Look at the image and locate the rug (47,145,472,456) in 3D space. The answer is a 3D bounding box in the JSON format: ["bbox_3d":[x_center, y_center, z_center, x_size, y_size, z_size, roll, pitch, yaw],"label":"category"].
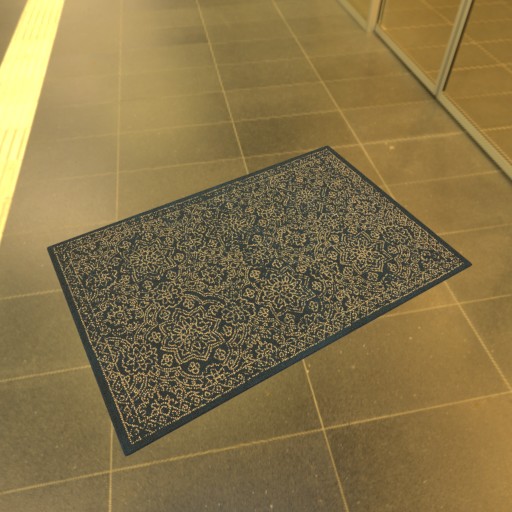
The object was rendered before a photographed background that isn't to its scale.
[{"bbox_3d":[0.000,0.000,2.280,1.829,0.010,1.219,-24,52,-20],"label":"rug"}]
